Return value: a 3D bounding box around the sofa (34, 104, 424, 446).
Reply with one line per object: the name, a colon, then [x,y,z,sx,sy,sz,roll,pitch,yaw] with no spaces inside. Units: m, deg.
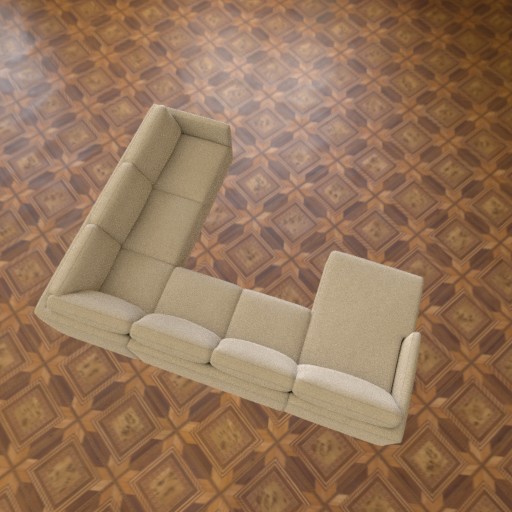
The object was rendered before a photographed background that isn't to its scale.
sofa: [0.000,0.000,4.330,3.238,0.853,2.551,17,66,8]
